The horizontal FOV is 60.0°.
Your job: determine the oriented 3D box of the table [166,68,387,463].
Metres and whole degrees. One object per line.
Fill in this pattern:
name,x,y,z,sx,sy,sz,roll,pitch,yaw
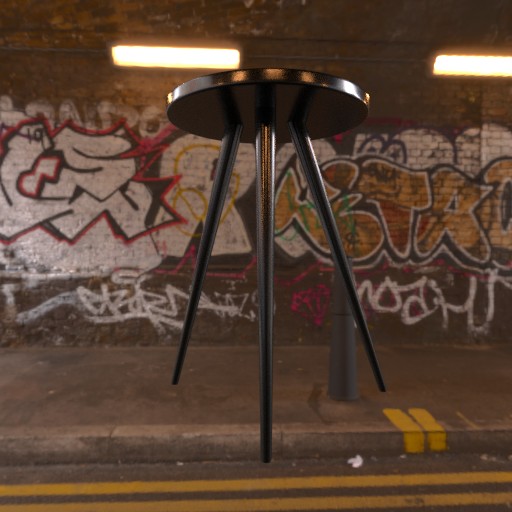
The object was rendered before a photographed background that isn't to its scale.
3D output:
table,0.000,0.000,0.838,0.415,0.548,0.403,1,1,36
